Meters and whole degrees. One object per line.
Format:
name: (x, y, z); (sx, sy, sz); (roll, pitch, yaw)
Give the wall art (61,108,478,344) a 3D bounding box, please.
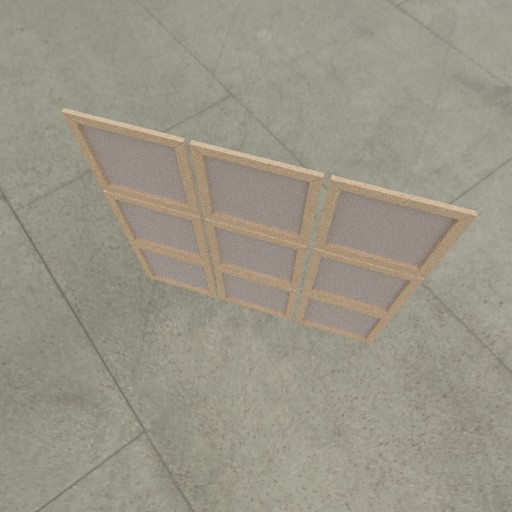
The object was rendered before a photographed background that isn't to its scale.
wall art: (0.000, 0.000, 1.342); (0.917, 0.910, 0.012); (16, 64, 8)
